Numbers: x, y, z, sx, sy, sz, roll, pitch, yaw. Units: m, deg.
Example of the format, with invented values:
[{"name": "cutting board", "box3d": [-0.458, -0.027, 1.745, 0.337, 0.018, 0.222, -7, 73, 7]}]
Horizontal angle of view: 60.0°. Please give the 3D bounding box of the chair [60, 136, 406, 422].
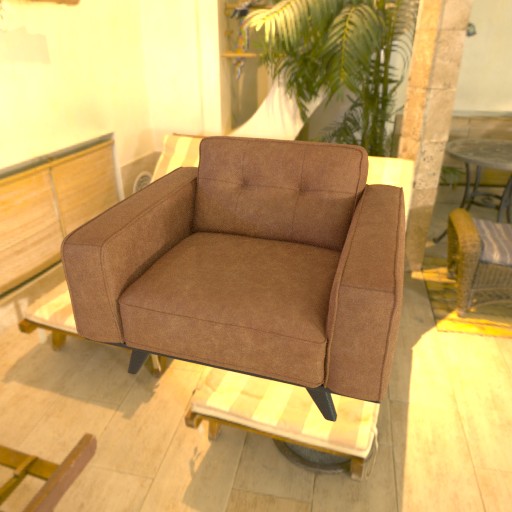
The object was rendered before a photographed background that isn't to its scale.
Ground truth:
[{"name": "chair", "box3d": [0.000, 0.000, 1.779, 1.118, 0.782, 0.952, 8, 28, 15]}]
